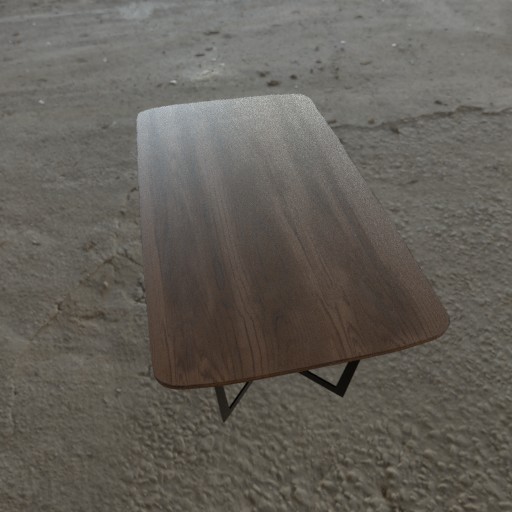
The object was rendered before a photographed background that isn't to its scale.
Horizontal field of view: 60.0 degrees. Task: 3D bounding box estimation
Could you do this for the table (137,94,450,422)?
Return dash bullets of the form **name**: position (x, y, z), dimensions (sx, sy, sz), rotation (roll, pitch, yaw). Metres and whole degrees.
- **table**: position (0.000, 0.000, 2.112), dimensions (0.949, 0.765, 1.643), rotation (-9, 47, -8)
